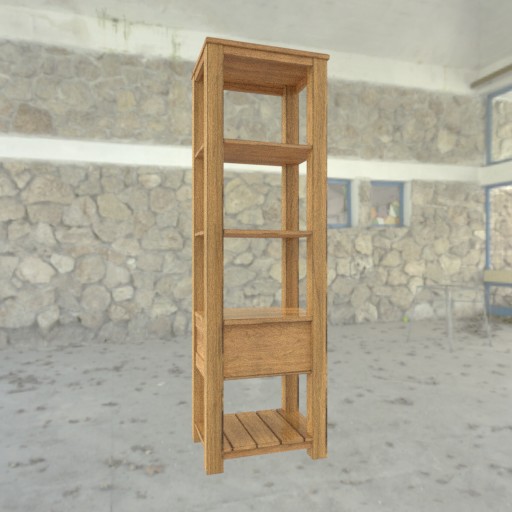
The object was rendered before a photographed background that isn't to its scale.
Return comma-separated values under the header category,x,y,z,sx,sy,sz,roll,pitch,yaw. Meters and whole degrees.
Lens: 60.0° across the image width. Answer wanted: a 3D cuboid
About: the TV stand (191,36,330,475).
category,x,y,z,sx,sy,sz,roll,pitch,yaw
TV stand,0.000,0.000,2.130,0.565,1.828,0.435,0,0,-17
